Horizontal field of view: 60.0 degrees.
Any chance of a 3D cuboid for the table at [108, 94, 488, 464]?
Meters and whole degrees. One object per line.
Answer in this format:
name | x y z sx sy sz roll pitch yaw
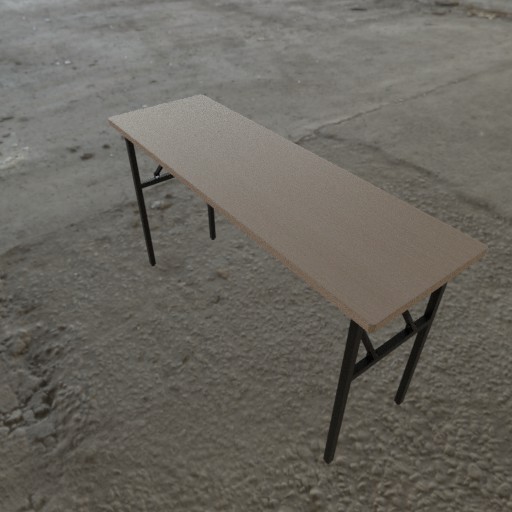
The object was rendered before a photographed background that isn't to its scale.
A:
table | 0.000 0.000 1.698 0.447 0.750 1.397 -26 46 -28
